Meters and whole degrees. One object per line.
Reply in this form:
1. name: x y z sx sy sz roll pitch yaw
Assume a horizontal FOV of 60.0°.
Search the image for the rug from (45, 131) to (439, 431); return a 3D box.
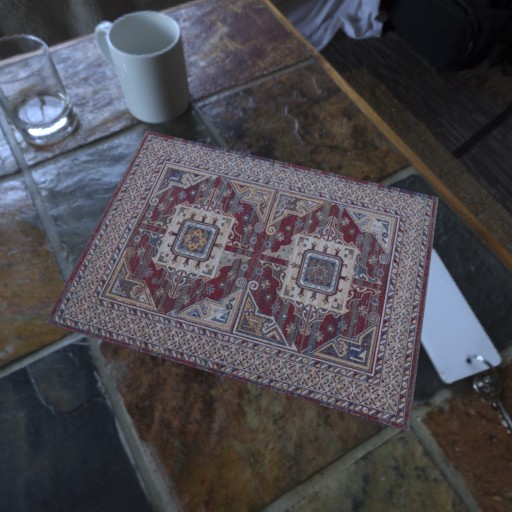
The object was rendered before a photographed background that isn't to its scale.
1. rug: 0.000 0.000 2.911 2.210 0.011 1.599 15 64 7
